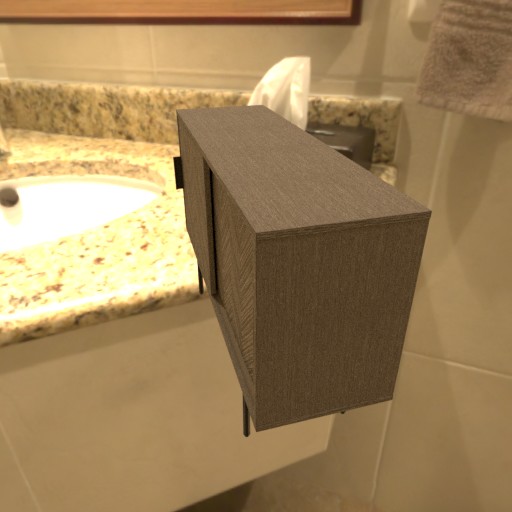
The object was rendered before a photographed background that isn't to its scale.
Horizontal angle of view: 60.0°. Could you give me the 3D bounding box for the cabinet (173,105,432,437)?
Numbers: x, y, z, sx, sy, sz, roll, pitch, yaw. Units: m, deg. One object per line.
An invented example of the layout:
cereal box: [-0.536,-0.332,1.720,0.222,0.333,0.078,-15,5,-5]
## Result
cabinet: [0.000,0.000,1.546,0.405,0.787,1.194,-8,30,-14]
